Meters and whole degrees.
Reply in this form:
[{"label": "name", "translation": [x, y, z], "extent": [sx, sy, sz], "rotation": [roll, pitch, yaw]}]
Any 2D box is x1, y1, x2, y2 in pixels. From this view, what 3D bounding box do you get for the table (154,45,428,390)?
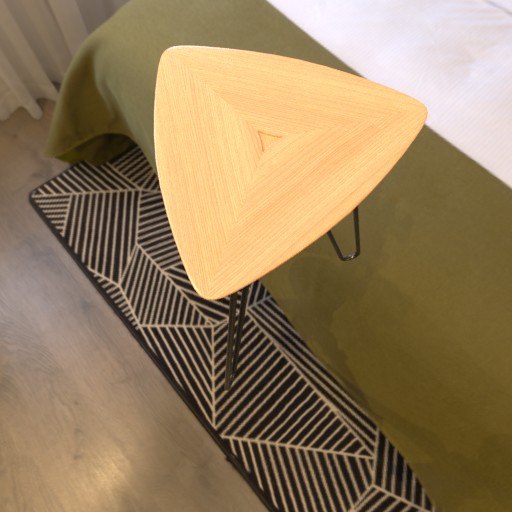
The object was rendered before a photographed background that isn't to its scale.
[{"label": "table", "translation": [0.000, 0.000, 0.875], "extent": [0.442, 0.564, 0.455], "rotation": [16, 65, 8]}]
